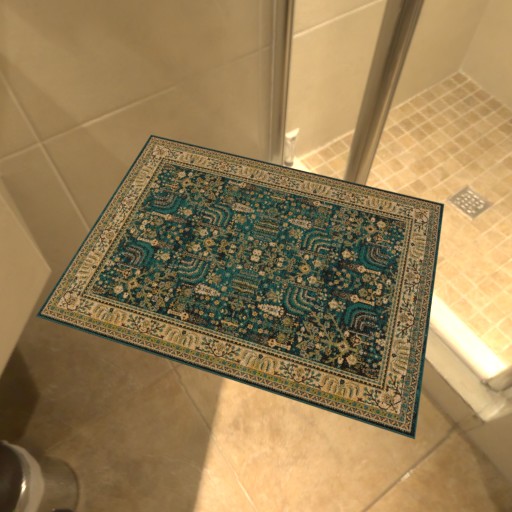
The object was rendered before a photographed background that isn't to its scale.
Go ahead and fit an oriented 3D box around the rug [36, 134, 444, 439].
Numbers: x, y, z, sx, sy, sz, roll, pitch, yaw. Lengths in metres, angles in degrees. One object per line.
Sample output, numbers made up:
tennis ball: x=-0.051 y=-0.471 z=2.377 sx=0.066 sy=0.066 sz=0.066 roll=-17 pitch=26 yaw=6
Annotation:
rug: x=0.000 y=0.000 z=2.835 sx=2.213 sy=0.013 sz=1.594 roll=15 pitch=59 yaw=9
